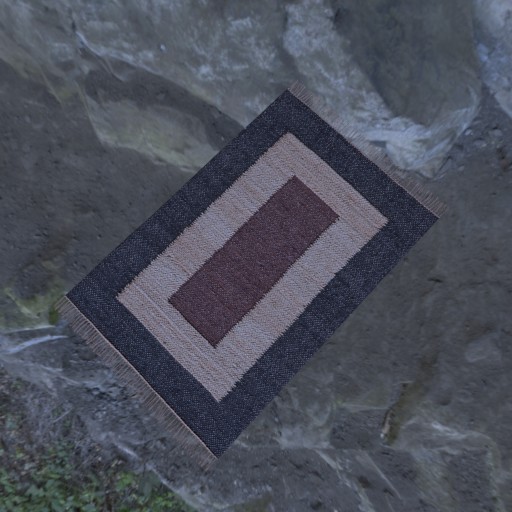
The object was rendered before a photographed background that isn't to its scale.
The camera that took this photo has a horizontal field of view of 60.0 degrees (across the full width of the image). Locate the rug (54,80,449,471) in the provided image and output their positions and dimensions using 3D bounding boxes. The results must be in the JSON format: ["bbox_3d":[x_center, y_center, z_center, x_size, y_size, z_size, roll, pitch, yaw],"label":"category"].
[{"bbox_3d":[0.000,0.000,2.540,1.224,0.027,2.021,43,80,9],"label":"rug"}]
